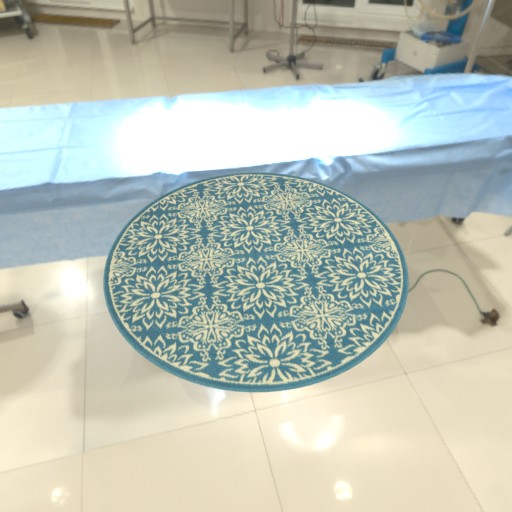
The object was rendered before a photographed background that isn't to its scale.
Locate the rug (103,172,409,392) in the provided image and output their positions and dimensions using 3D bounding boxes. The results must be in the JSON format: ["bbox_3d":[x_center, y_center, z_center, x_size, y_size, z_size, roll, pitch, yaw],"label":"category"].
[{"bbox_3d":[0.000,0.000,2.380,1.593,0.012,1.593,0,44,0],"label":"rug"}]
